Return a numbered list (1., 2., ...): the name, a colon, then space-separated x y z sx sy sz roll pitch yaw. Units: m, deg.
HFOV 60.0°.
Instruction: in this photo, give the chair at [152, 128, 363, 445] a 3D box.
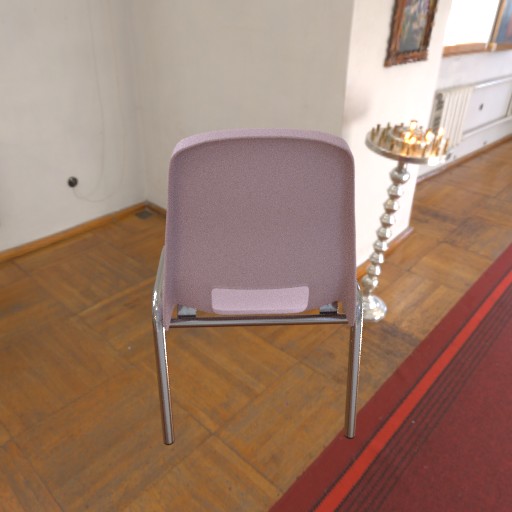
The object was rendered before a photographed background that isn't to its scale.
1. chair: 0.000 0.000 0.766 0.354 0.536 0.385 -1 31 -2
